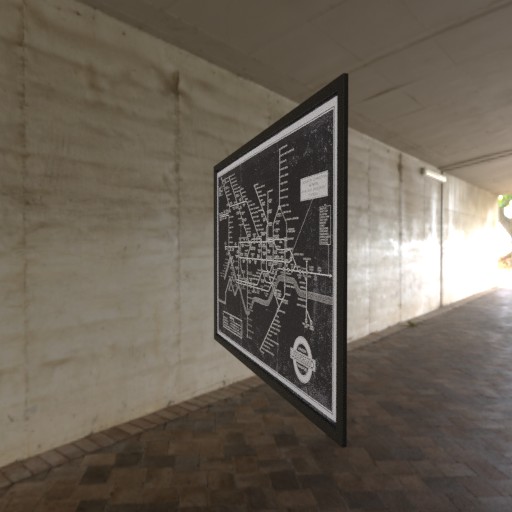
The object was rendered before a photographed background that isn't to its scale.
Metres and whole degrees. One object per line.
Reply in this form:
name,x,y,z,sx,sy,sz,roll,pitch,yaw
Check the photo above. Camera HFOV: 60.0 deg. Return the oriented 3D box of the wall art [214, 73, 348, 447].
wall art,0.000,0.000,1.522,0.013,0.811,1.192,0,1,-19
